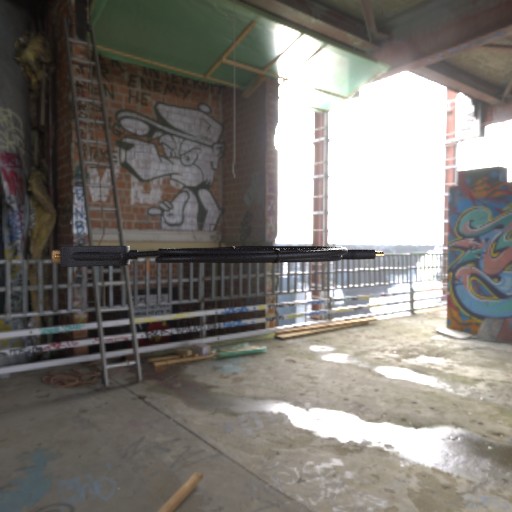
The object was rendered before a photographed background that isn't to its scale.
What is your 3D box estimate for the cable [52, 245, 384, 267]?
[{"bbox_3d":[0.000,0.000,0.323,0.281,0.015,0.136,0,2,-18],"label":"cable"}]
